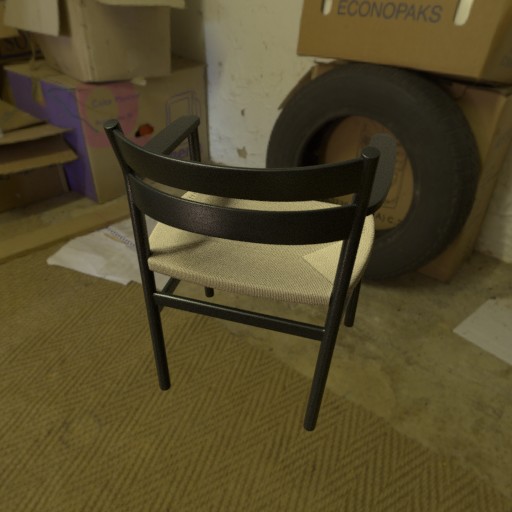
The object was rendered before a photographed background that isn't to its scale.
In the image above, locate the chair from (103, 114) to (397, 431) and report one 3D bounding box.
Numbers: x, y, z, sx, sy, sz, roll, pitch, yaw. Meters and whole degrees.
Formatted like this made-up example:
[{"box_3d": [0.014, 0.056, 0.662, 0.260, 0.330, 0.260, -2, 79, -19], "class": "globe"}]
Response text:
[{"box_3d": [0.000, 0.000, 1.201, 0.630, 0.775, 0.508, 10, 35, 15], "class": "chair"}]
